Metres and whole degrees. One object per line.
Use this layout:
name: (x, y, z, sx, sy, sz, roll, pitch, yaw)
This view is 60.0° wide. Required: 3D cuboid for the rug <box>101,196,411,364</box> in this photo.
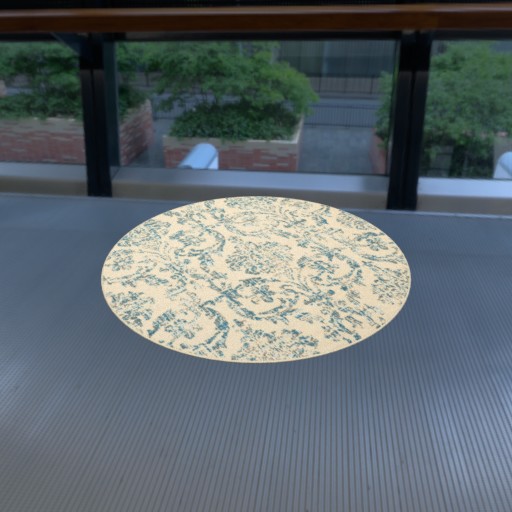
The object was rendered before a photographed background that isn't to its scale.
rug: (0.000, 0.000, 2.378, 1.593, 0.012, 1.593, 0, 31, 0)
